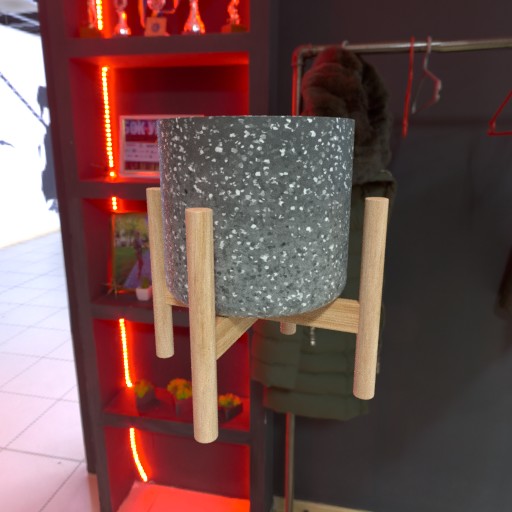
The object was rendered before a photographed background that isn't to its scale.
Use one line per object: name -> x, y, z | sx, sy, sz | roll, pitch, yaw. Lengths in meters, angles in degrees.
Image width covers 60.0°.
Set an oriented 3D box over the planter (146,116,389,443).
planter -> 0.000, 0.000, 0.549 | 0.284, 0.320, 0.284 | 14, 20, 42
